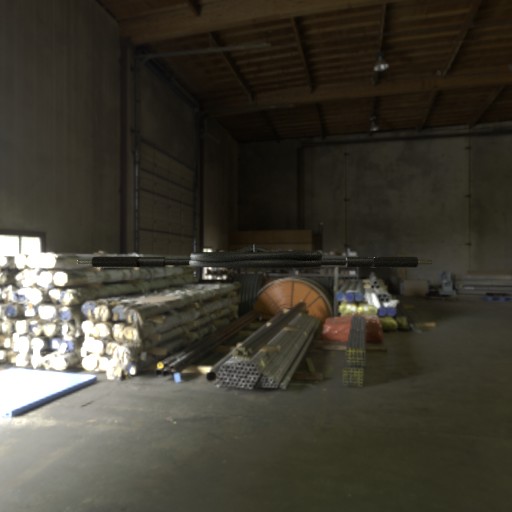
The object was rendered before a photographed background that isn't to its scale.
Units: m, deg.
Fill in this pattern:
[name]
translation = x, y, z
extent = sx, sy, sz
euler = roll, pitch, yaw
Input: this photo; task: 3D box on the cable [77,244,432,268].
[cable]
translation = 0.000, 0.000, 0.232
extent = 0.203, 0.014, 0.070
euler = 0, 0, -1
